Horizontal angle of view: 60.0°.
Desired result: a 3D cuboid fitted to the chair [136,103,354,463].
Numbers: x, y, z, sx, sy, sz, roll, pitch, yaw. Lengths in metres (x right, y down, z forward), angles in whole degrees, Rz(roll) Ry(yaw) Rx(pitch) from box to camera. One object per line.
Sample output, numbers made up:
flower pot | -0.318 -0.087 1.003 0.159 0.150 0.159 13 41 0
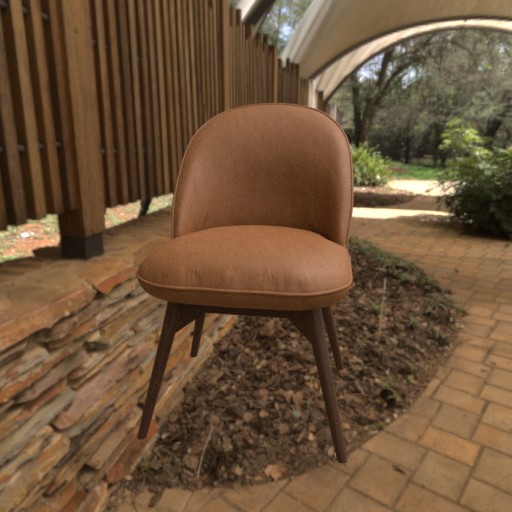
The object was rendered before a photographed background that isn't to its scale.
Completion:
chair | 0.000 0.000 1.210 0.521 0.831 0.631 3 15 9
